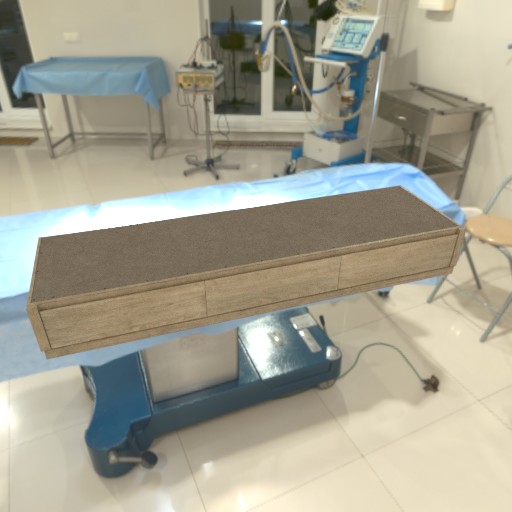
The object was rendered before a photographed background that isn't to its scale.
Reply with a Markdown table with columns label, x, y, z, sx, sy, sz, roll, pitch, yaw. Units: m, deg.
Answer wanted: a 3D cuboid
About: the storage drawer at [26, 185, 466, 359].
| label | x | y | z | sx | sy | sz | roll | pitch | yaw |
| --- | --- | --- | --- | --- | --- | --- | --- | --- | --- |
| storage drawer | 0.000 | 0.000 | 2.302 | 2.072 | 0.274 | 0.591 | -10 | 34 | -15 |
